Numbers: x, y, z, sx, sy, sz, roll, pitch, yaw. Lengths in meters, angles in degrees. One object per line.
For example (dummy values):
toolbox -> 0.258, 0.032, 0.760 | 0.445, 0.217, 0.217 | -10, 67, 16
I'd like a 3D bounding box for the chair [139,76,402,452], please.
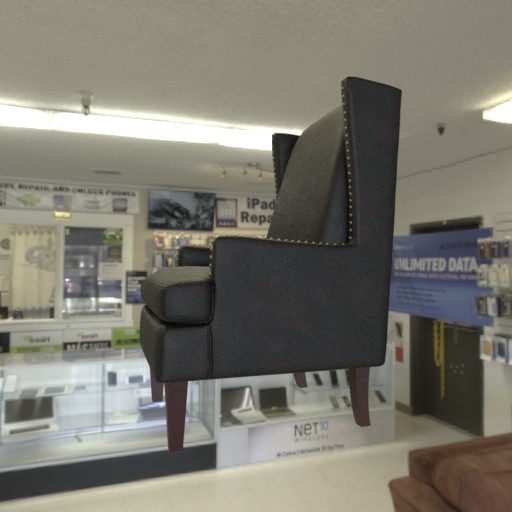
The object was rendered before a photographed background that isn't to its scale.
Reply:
chair -> 0.000, 0.000, 1.642 | 0.799, 1.142, 0.703 | 0, -1, -19
